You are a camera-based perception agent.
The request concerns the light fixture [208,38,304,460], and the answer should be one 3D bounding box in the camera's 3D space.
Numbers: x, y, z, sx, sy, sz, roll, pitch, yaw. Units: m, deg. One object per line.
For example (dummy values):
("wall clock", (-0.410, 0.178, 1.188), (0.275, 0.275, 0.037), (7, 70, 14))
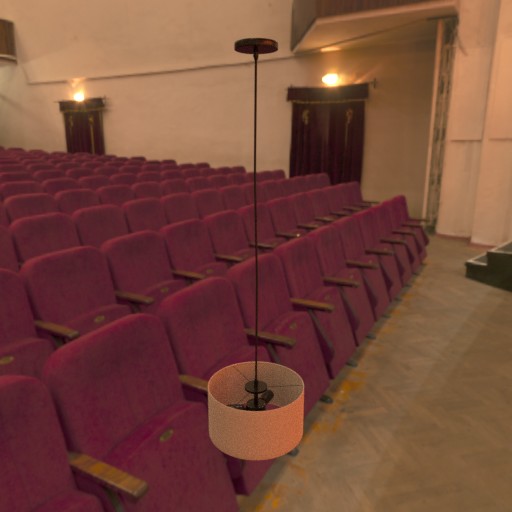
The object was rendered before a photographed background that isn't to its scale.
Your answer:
("light fixture", (0.000, 0.000, 1.713), (0.399, 1.516, 0.399), (0, 14, 0))
